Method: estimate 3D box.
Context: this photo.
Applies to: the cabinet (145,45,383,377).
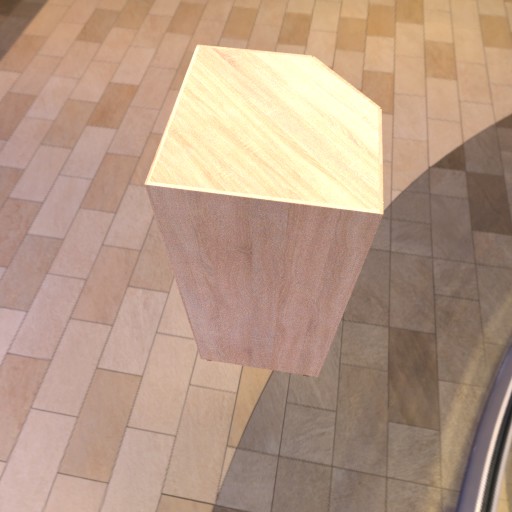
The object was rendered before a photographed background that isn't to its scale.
[{"bbox_3d":[0.000,0.000,2.830,1.094,2.120,1.327,-32,63,-18],"label":"cabinet"}]
